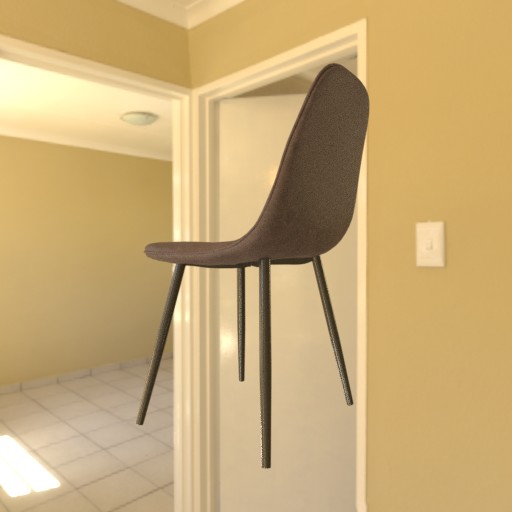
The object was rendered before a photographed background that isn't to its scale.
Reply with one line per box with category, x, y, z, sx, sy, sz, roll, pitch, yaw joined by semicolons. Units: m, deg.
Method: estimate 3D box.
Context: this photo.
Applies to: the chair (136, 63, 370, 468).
chair;0.000;0.000;1.222;0.561;0.889;0.472;1;2;35
